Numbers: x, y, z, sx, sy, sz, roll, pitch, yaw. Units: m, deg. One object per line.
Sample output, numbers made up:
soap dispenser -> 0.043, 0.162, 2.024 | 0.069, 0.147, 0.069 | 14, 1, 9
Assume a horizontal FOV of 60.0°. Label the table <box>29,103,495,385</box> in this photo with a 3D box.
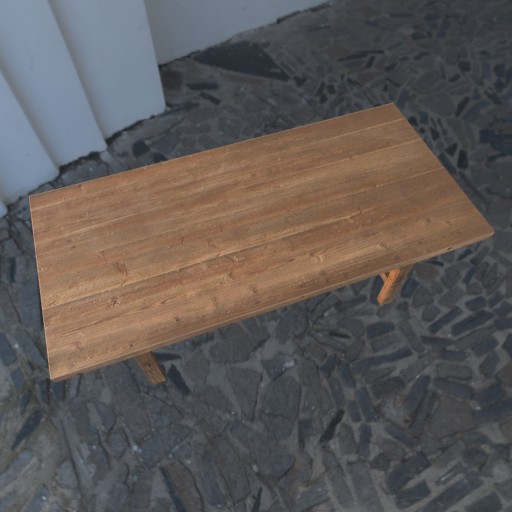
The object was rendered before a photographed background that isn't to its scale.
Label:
table -> 0.000, 0.000, 2.420 | 2.003, 0.760, 0.952 | -17, 60, -10
